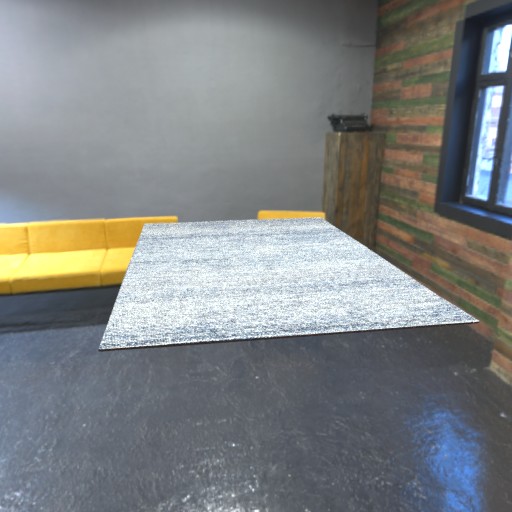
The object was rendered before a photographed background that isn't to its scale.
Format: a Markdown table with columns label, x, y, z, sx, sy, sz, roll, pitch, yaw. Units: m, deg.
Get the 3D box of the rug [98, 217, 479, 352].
| label | x | y | z | sx | sy | sz | roll | pitch | yaw |
| --- | --- | --- | --- | --- | --- | --- | --- | --- | --- |
| rug | 0.000 | 0.000 | 2.938 | 1.624 | 0.030 | 2.349 | -3 | 17 | -9 |
